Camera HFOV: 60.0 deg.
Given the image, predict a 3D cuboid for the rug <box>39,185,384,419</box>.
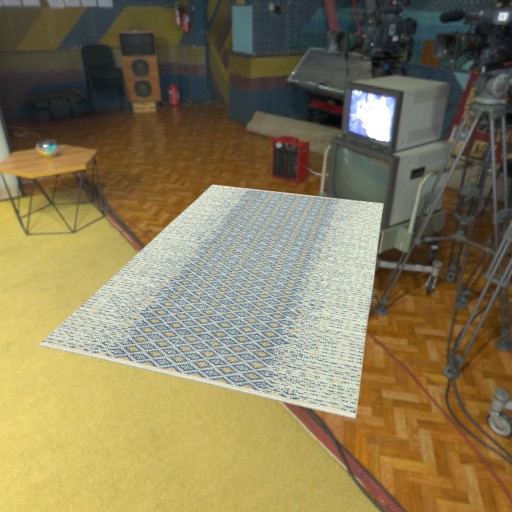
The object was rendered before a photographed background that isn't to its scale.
[{"bbox_3d":[0.000,0.000,2.332,1.219,0.005,1.828,9,31,15],"label":"rug"}]
